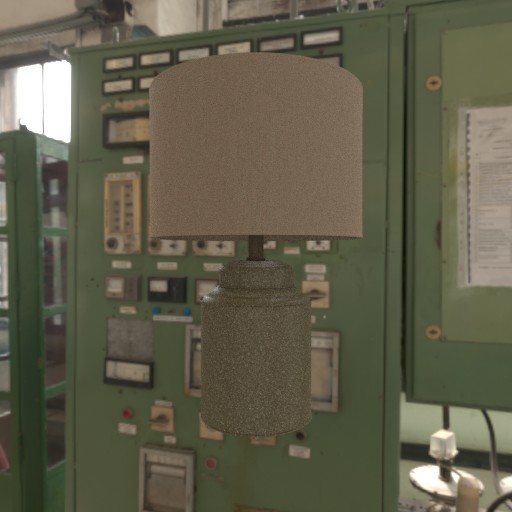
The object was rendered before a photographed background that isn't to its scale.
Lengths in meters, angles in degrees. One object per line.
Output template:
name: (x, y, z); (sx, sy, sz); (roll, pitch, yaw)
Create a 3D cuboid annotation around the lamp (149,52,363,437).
lamp: (0.000, 0.000, 0.680); (0.318, 0.486, 0.318); (0, 1, 0)
